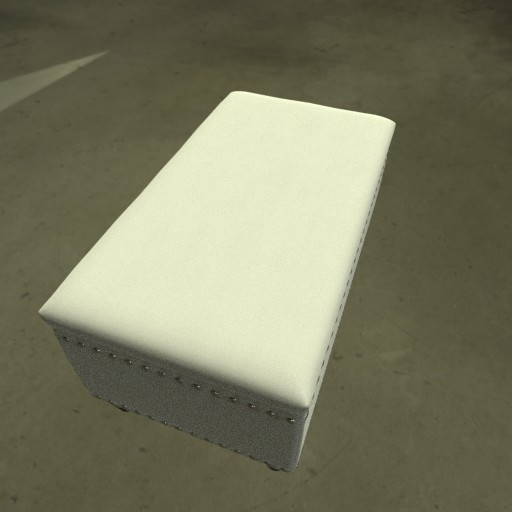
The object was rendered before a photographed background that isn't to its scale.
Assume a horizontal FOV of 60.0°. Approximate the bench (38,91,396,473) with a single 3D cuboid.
[{"bbox_3d":[0.000,0.000,1.148,0.500,0.449,0.887,15,48,14],"label":"bench"}]
